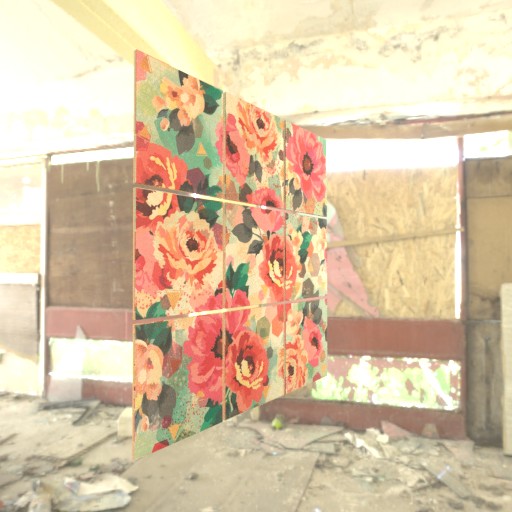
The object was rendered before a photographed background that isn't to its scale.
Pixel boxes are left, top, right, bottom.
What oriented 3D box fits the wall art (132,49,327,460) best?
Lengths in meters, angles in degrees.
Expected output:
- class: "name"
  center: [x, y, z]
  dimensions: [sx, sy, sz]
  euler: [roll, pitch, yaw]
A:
- class: "wall art"
  center: [0.000, 0.000, 1.805]
  dimensions: [0.013, 1.220, 1.216]
  euler: [-1, -1, 37]
